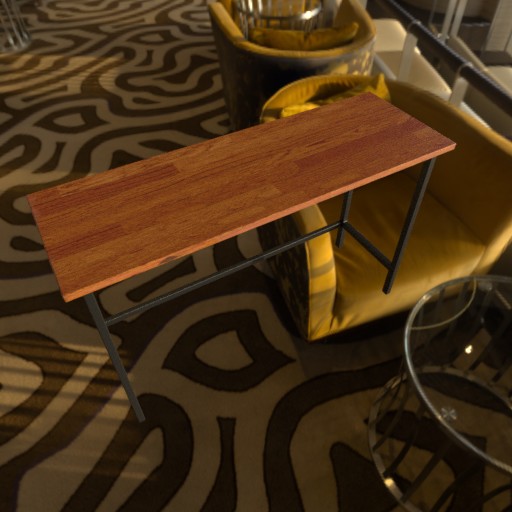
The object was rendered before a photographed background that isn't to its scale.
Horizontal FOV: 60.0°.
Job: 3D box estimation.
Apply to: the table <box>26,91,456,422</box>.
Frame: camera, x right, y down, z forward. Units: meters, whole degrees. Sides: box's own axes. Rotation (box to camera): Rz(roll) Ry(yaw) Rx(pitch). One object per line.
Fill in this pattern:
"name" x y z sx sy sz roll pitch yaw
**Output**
"table" 0.000 0.000 1.552 1.204 0.740 0.408 -23 50 -21
